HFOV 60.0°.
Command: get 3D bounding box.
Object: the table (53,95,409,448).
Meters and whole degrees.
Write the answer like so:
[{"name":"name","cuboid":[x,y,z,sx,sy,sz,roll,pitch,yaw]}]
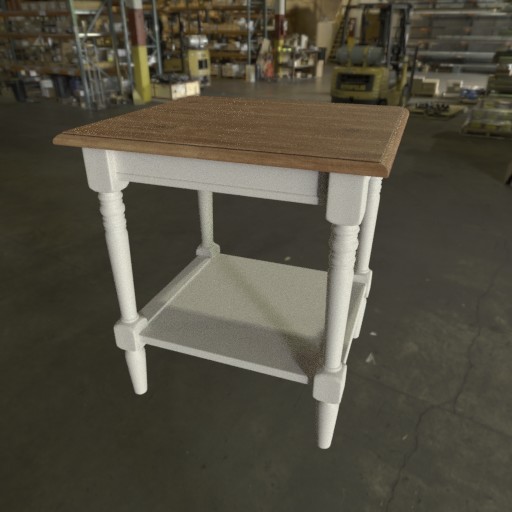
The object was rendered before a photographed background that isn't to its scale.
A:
[{"name":"table","cuboid":[0.000,0.000,0.926,0.508,0.561,0.457,10,29,18]}]
